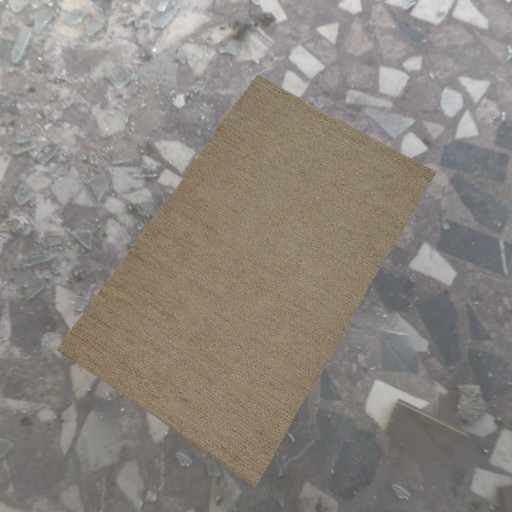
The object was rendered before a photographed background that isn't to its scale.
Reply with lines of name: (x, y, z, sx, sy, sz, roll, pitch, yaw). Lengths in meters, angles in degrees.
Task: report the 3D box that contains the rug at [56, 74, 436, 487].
rug: (0.000, 0.000, 3.026, 1.533, 0.011, 2.439, 31, 77, 8)
